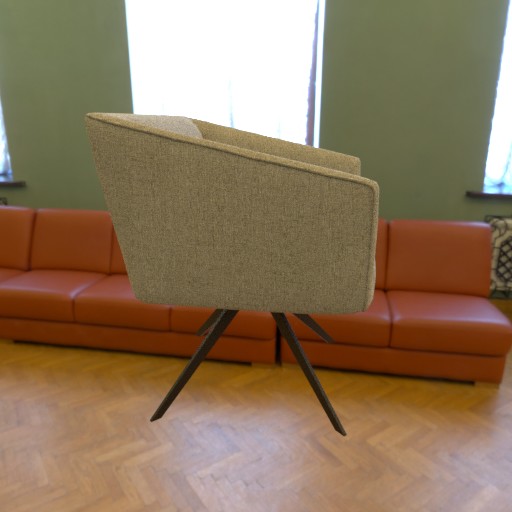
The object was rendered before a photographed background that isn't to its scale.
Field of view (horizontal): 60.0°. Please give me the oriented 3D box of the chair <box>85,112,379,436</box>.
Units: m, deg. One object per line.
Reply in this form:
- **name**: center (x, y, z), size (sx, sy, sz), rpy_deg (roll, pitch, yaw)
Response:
- **chair**: center (0.000, 0.000, 1.247), size (0.623, 0.760, 0.628), rpy_deg (3, 17, 8)
